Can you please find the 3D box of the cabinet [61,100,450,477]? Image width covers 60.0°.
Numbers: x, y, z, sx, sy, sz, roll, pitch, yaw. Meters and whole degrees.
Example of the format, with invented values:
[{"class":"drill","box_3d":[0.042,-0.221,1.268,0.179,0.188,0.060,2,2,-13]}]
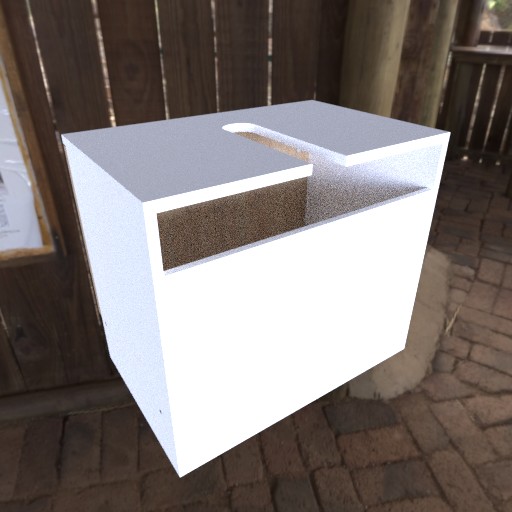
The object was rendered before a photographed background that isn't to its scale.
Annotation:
[{"class":"cabinet","box_3d":[0.000,0.000,0.946,0.600,0.522,0.400,-19,34,-29]}]
